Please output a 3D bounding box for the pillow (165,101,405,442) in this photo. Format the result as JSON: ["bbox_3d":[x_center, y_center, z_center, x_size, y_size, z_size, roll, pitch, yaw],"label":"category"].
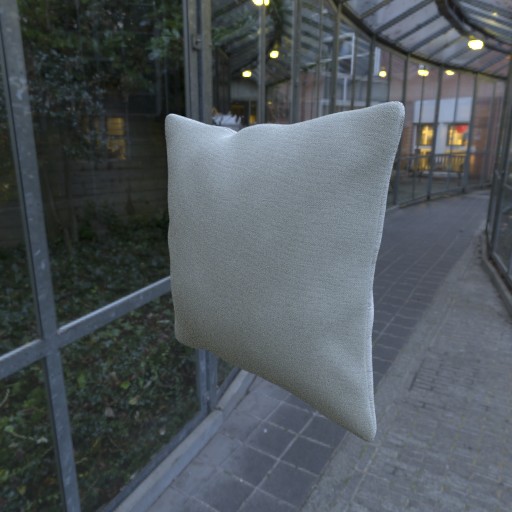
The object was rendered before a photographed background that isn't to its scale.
[{"bbox_3d":[0.000,0.000,0.665,0.162,0.420,0.437,-15,21,-43],"label":"pillow"}]
